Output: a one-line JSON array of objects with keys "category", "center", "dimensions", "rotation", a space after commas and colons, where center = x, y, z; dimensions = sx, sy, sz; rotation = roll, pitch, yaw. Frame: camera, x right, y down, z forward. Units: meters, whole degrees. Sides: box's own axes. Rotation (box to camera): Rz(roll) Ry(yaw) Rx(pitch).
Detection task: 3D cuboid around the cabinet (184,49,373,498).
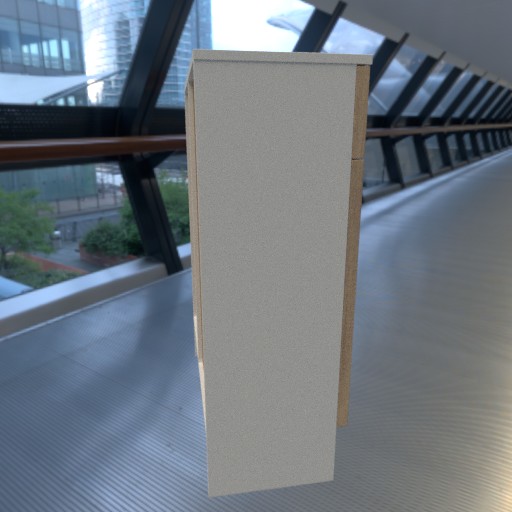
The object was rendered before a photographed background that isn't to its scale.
[{"category": "cabinet", "center": [0.000, 0.000, 1.075], "dimensions": [0.296, 0.815, 0.600], "rotation": [-3, 16, -10]}]
